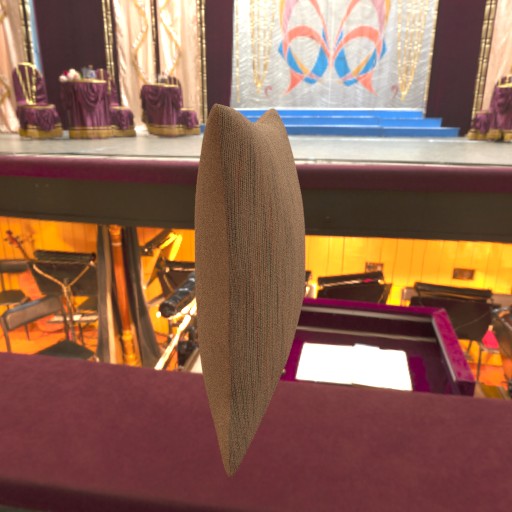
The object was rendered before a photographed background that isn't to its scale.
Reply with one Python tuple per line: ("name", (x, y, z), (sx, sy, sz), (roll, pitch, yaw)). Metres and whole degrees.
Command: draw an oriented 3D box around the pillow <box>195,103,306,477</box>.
("pillow", (0.000, 0.000, 0.793), (0.178, 0.506, 0.512), (3, 18, 9))
